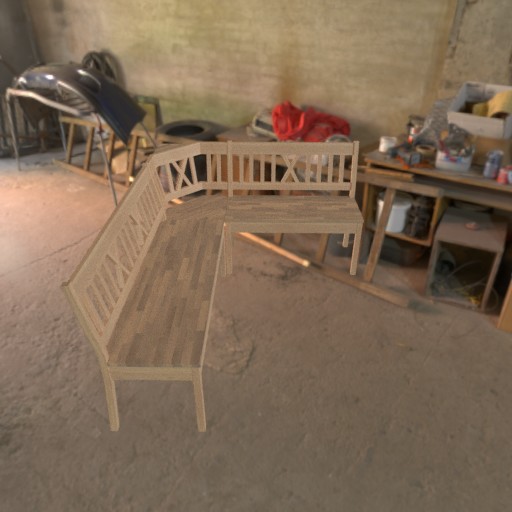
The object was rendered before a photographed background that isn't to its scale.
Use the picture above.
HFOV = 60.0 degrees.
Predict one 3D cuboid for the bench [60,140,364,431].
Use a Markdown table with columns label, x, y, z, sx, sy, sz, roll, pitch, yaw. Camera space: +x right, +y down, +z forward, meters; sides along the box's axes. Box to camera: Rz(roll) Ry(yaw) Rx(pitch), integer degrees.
| label | x | y | z | sx | sy | sz | roll | pitch | yaw |
| --- | --- | --- | --- | --- | --- | --- | --- | --- | --- |
| bench | 0.000 | 0.000 | 2.820 | 1.537 | 0.902 | 1.937 | 0 | 32 | 1 |
